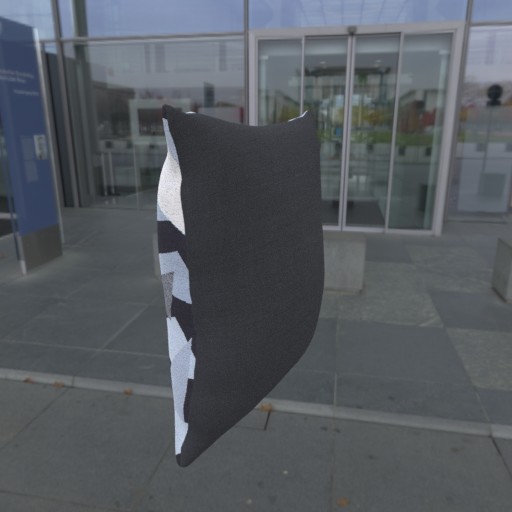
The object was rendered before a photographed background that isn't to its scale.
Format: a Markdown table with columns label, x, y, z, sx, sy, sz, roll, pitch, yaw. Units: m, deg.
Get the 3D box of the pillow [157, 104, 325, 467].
| label | x | y | z | sx | sy | sz | roll | pitch | yaw |
| --- | --- | --- | --- | --- | --- | --- | --- | --- | --- |
| pillow | 0.000 | 0.000 | 0.772 | 0.208 | 0.496 | 0.503 | 8 | 18 | 25 |
